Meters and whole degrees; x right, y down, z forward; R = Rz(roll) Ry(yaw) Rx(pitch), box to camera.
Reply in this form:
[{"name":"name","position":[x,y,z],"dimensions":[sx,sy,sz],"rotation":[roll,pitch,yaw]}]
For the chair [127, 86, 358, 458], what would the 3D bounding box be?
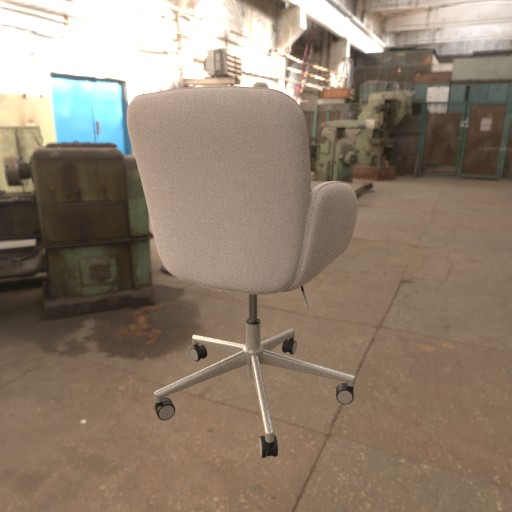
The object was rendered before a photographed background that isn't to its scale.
[{"name":"chair","position":[0.000,0.000,1.400],"dimensions":[0.648,0.959,0.633],"rotation":[8,18,27]}]
